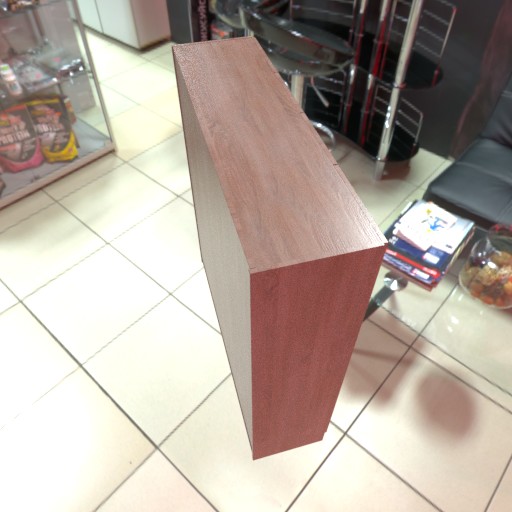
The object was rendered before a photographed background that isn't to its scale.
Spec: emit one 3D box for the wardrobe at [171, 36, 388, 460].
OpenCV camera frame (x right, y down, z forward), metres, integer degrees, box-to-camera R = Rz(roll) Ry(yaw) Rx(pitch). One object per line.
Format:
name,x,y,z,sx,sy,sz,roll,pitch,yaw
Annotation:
wardrobe,0.000,0.000,3.119,0.598,2.159,1.998,-12,50,-10
